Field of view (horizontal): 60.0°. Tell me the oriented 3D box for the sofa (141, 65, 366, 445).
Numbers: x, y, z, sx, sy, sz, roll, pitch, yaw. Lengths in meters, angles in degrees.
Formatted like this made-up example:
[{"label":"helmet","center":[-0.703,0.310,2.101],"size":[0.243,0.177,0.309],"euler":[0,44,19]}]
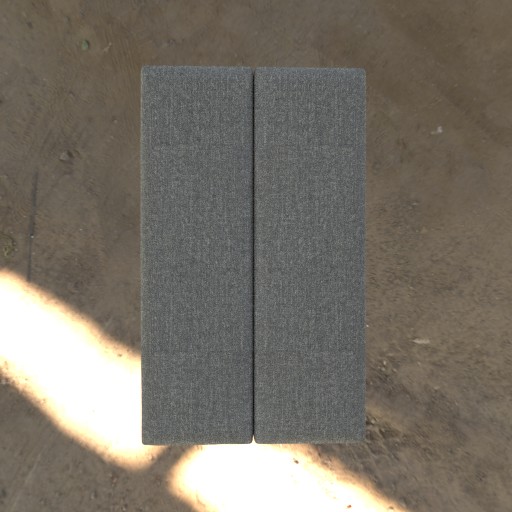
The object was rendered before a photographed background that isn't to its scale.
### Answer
[{"label":"sofa","center":[0.000,0.000,1.595],"size":[0.782,0.417,1.198],"euler":[0,90,-2]}]
